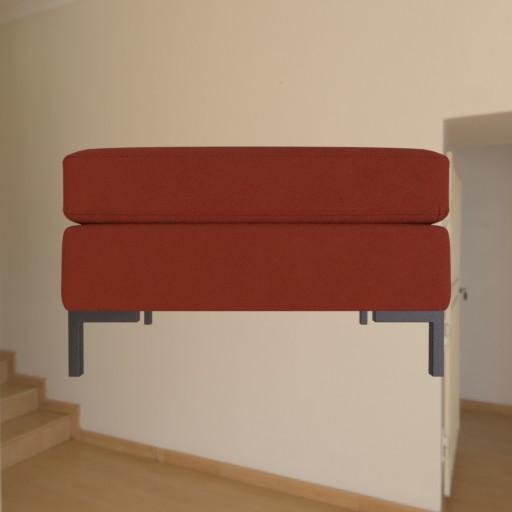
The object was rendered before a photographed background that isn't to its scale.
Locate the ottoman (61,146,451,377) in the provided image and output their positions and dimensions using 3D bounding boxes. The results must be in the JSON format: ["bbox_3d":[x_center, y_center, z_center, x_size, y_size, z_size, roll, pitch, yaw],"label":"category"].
[{"bbox_3d":[0.000,0.000,1.167,0.782,0.462,0.650,0,1,0],"label":"ottoman"}]
